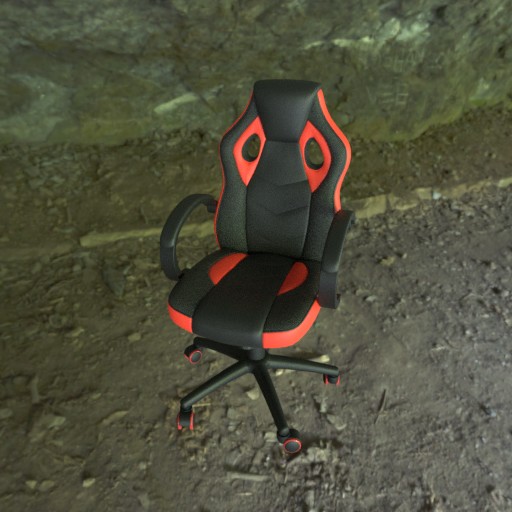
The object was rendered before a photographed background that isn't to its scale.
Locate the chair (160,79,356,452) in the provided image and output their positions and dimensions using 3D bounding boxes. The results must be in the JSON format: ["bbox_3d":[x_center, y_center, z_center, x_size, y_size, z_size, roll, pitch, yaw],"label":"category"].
[{"bbox_3d":[0.000,0.000,1.422,0.600,1.016,0.642,9,28,17],"label":"chair"}]
